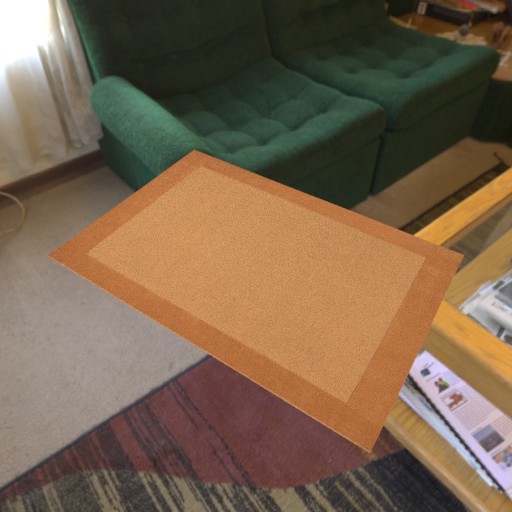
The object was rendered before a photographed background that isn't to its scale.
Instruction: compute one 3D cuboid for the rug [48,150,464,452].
[{"bbox_3d":[0.000,0.000,2.340,1.829,0.014,1.219,25,51,23],"label":"rug"}]
